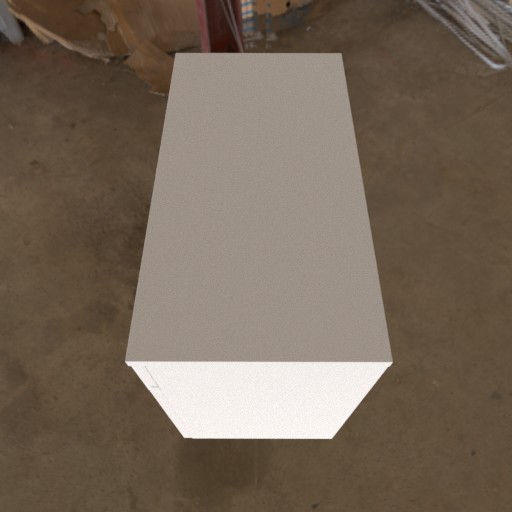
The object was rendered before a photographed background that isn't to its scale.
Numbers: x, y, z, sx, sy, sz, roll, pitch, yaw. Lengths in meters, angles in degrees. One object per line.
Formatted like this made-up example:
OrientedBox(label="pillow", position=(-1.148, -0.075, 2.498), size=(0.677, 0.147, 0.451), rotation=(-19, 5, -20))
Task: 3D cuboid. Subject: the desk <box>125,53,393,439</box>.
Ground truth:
OrientedBox(label="desk", position=(0.000, 0.000, 1.323), size=(0.482, 0.730, 0.898), rotation=(0, 58, 0))
